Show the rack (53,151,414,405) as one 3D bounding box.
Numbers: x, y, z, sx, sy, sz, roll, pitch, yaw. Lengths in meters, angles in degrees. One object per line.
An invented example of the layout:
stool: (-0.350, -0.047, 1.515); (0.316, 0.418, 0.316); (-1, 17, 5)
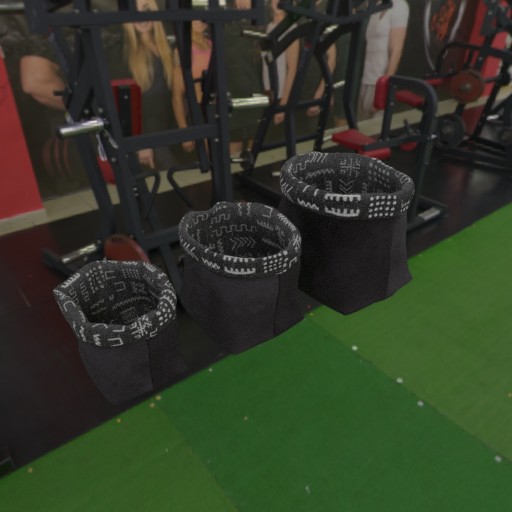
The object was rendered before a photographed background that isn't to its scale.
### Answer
rack: (0.000, 0.000, 1.092); (0.905, 0.323, 0.379); (-21, 37, -30)
